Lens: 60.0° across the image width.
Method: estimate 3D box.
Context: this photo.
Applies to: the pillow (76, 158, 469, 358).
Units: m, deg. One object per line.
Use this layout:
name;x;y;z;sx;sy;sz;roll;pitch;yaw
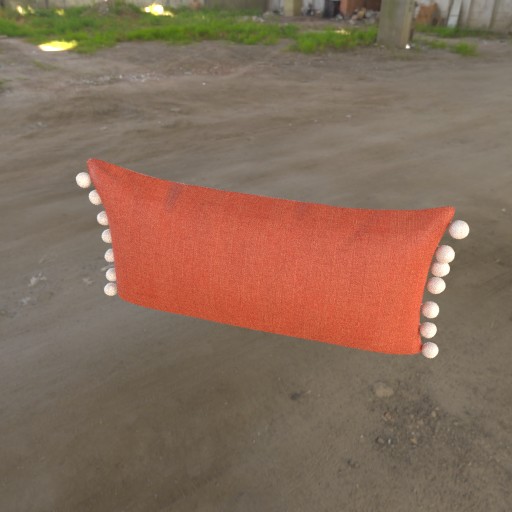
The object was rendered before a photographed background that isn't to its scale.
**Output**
pillow;0.000;0.000;0.842;0.709;0.322;0.201;9;33;14
